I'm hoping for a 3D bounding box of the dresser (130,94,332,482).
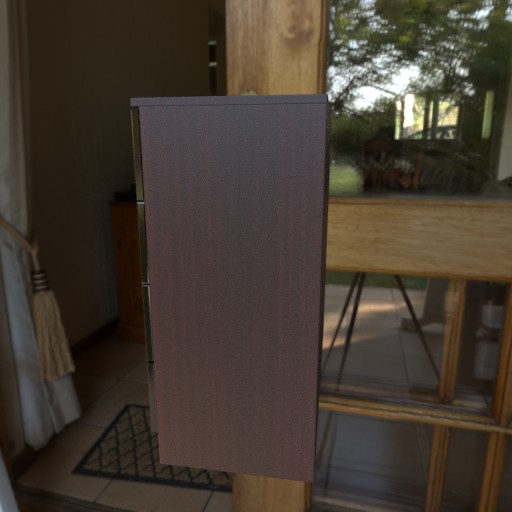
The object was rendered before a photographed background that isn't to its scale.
[{"bbox_3d":[0.000,0.000,1.172,0.360,0.720,0.750,2,14,10],"label":"dresser"}]
